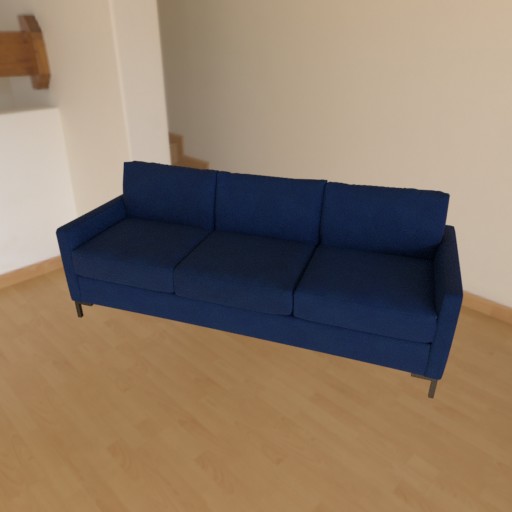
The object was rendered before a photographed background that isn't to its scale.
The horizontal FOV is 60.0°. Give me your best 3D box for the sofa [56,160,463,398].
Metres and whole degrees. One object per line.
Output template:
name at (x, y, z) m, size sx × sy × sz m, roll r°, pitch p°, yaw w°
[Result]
sofa at (0.000, 0.000, 2.699) m, size 2.252 × 0.879 × 0.875 m, roll 9°, pitch 28°, yaw 17°
